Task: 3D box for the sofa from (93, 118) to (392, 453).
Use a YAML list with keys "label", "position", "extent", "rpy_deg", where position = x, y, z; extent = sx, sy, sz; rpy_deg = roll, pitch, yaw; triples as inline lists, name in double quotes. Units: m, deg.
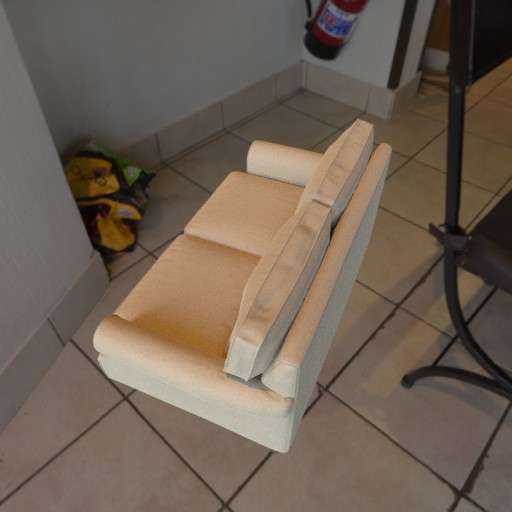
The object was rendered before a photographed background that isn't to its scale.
- label: "sofa"
  position: [0.000, 0.000, 2.268]
  extent: [0.964, 0.937, 1.665]
  rpy_deg: [17, 48, 17]
